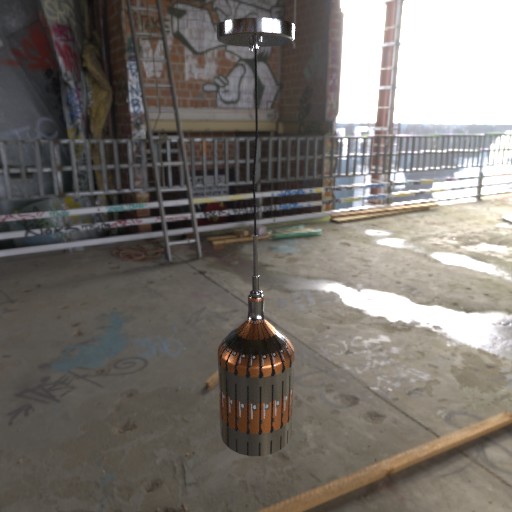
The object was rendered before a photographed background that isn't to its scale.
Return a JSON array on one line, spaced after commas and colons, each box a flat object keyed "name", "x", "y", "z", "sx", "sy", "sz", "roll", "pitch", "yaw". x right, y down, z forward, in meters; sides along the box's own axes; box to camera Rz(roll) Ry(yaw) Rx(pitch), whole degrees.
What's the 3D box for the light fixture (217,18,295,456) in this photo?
[{"name": "light fixture", "x": 0.000, "y": 0.000, "z": 1.642, "sx": 0.303, "sy": 1.535, "sz": 0.303, "roll": 0, "pitch": 17, "yaw": 0}]
